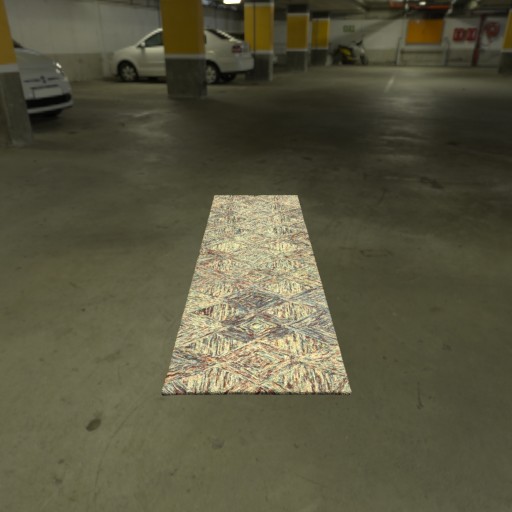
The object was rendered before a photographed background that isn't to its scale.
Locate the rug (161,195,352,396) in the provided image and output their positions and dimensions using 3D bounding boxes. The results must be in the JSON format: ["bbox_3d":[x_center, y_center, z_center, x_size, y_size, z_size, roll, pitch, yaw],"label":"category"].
[{"bbox_3d":[0.000,0.000,2.623,0.688,0.015,2.292,0,26,0],"label":"rug"}]
